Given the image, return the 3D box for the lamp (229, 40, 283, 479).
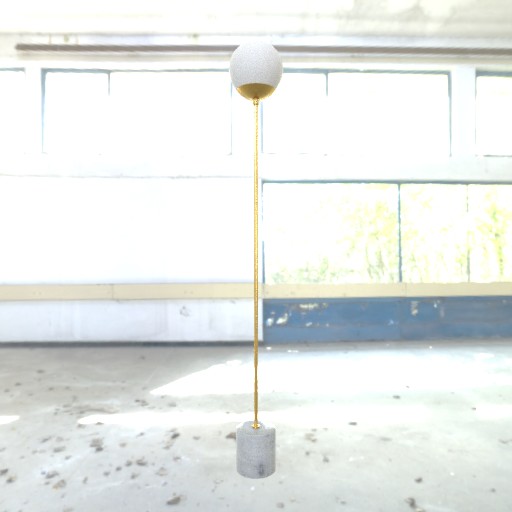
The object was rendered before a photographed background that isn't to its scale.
[{"bbox_3d":[0.000,0.000,1.822,0.224,1.753,0.224,0,0,-1],"label":"lamp"}]
